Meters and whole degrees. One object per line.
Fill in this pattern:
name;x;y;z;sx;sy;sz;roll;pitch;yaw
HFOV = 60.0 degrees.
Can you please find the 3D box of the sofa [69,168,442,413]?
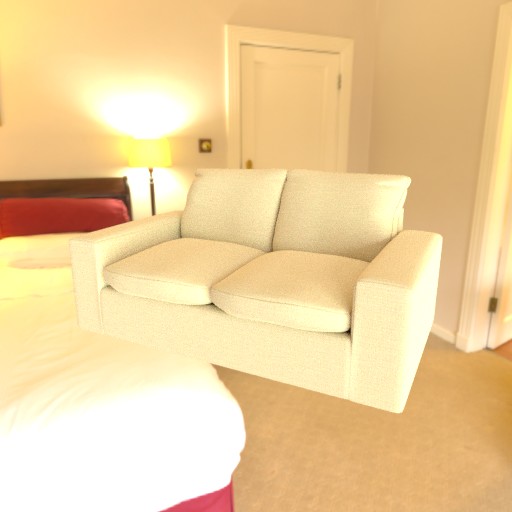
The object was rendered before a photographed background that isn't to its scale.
sofa;0.000;0.000;2.386;1.754;0.875;1.091;8;17;26
